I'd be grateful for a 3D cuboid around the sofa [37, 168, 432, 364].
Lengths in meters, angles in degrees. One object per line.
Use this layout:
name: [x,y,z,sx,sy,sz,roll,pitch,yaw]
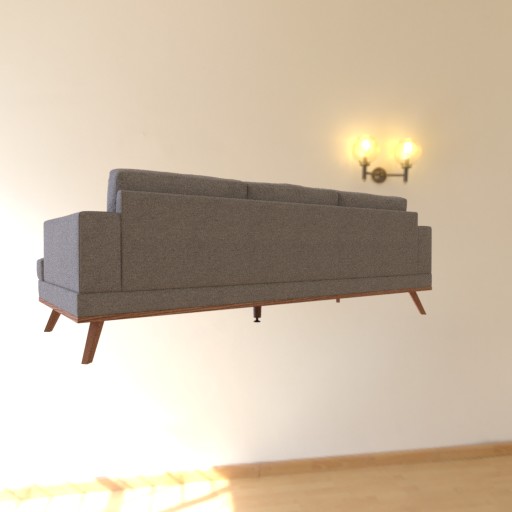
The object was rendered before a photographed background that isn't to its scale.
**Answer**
sofa: [0.000,0.000,2.713,2.310,0.810,0.920,-1,1,-35]
